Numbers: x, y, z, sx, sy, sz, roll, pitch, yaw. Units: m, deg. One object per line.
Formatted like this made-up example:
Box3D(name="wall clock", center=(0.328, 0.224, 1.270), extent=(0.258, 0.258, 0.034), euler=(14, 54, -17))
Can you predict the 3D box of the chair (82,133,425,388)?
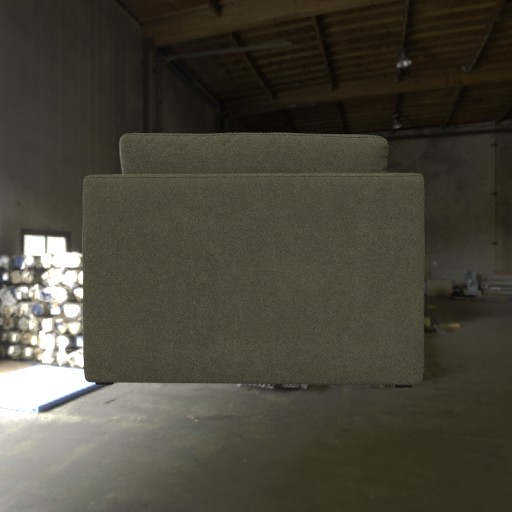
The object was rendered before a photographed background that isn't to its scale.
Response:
Box3D(name="chair", center=(0.000, 0.000, 1.857), extent=(1.190, 0.845, 1.091), euler=(0, 0, 2))
